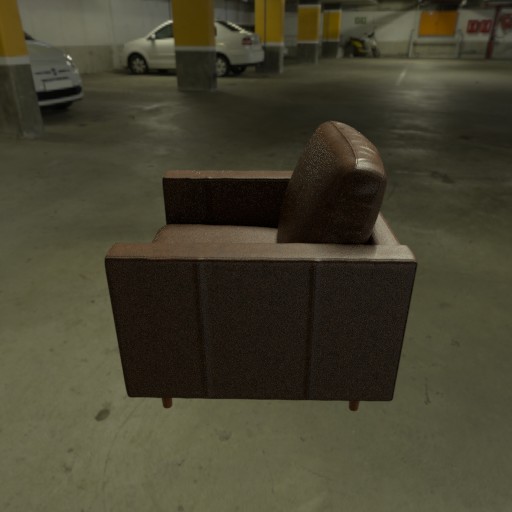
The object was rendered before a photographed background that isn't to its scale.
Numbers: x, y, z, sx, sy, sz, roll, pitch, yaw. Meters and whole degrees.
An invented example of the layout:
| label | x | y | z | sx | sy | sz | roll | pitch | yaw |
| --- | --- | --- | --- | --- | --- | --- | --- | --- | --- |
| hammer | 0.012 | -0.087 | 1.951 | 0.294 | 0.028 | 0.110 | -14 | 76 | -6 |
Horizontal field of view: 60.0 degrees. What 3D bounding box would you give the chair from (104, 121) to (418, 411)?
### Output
| label | x | y | z | sx | sy | sz | roll | pitch | yaw |
| --- | --- | --- | --- | --- | --- | --- | --- | --- | --- |
| chair | 0.000 | 0.000 | 1.707 | 0.909 | 0.956 | 0.890 | 1 | 27 | 1 |
